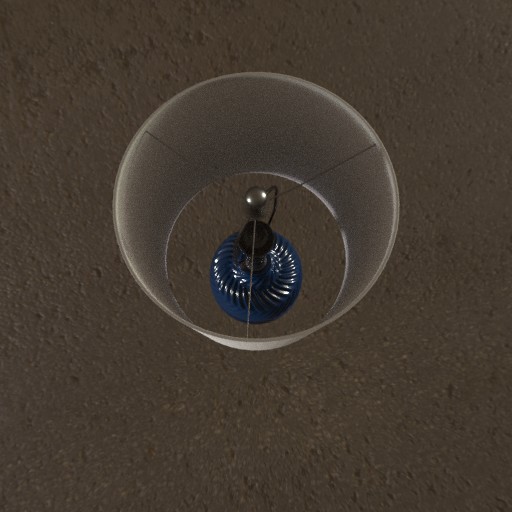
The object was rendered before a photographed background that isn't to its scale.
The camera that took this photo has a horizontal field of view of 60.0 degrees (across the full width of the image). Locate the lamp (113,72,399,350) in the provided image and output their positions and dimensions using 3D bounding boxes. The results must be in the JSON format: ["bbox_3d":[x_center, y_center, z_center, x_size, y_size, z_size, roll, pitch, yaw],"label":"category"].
[{"bbox_3d":[0.000,0.000,0.488,0.203,0.368,0.203,33,79,8],"label":"lamp"}]
